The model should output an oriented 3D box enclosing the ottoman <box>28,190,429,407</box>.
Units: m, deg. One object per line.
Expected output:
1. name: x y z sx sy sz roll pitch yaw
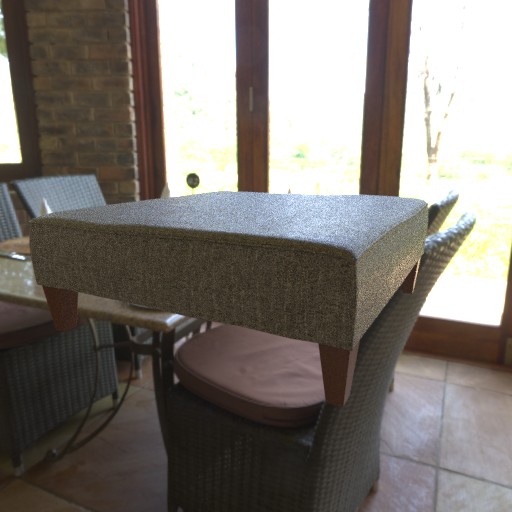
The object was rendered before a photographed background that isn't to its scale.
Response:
1. ottoman: 0.000 0.000 1.508 0.981 0.379 1.016 7 15 27
